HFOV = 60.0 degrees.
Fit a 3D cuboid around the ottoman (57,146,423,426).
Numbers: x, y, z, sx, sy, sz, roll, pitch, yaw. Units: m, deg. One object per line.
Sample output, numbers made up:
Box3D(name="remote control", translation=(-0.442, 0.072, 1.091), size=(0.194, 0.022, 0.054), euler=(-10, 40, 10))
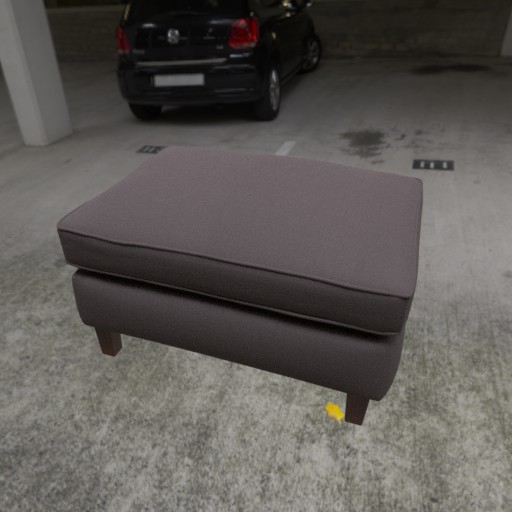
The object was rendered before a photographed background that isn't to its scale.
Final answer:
Box3D(name="ottoman", translation=(0.000, 0.000, 1.021), size=(0.686, 0.406, 0.508), euler=(11, 35, 16))
